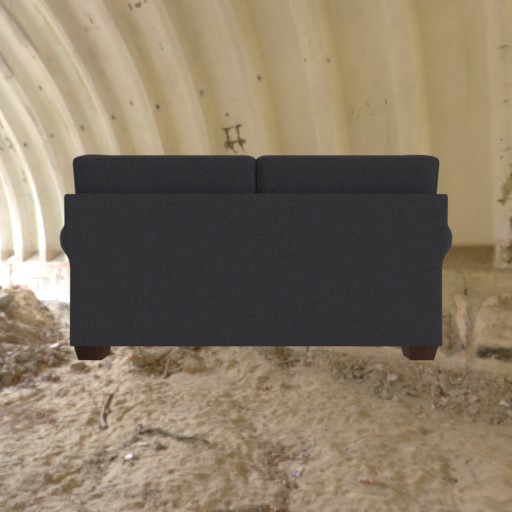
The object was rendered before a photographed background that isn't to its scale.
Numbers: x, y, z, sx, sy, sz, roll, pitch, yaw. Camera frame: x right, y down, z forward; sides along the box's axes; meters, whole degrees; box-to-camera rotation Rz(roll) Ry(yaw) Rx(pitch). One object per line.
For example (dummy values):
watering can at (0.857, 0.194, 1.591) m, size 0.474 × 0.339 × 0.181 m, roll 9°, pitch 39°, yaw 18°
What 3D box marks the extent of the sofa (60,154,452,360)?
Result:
sofa at (0.000, 0.000, 2.572) m, size 1.930 × 1.020 × 0.940 m, roll 0°, pitch -1°, yaw 0°
